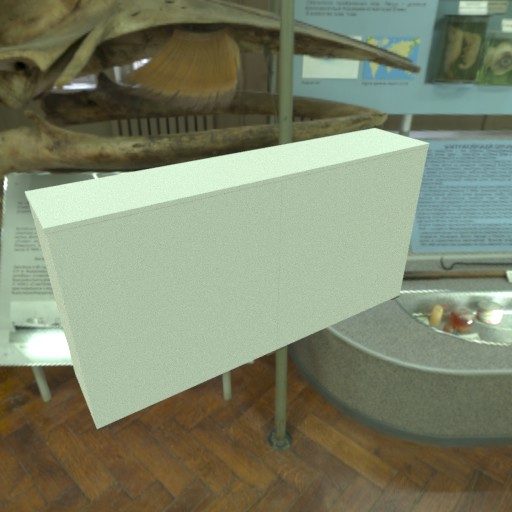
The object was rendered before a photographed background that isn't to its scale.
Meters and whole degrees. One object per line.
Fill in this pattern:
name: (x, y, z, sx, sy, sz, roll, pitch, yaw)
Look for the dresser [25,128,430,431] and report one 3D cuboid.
dresser: (0.000, 0.000, 1.837, 1.535, 0.790, 0.333, -17, 34, -28)
